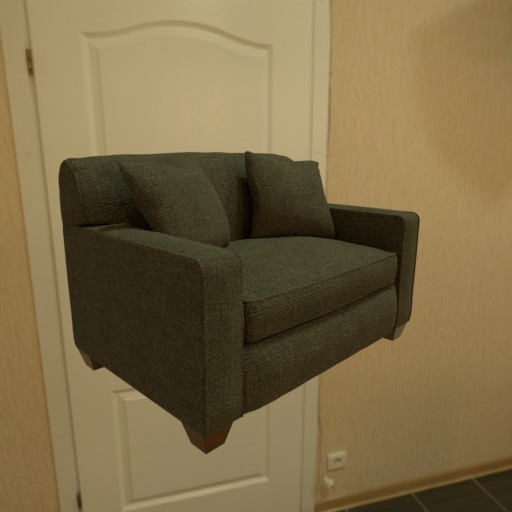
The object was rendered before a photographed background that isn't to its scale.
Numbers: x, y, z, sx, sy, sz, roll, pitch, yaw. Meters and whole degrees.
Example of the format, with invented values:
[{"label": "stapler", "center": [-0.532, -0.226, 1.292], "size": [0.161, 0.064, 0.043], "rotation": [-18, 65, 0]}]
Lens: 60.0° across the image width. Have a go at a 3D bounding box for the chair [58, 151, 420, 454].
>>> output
[{"label": "chair", "center": [0.000, 0.000, 2.060], "size": [1.000, 0.948, 1.383], "rotation": [13, 19, 43]}]
